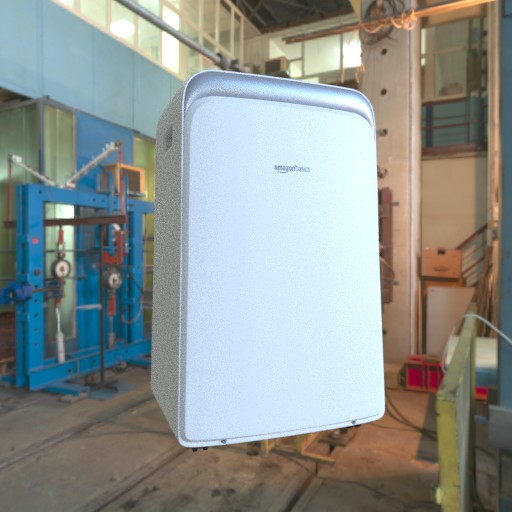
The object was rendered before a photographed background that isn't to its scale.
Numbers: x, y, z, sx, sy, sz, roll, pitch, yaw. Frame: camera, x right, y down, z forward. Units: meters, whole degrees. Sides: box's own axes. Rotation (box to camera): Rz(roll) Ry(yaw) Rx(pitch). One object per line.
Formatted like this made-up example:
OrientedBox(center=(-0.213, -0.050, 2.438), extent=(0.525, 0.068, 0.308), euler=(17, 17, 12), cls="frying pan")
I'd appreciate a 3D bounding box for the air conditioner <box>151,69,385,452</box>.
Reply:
OrientedBox(center=(0.000, 0.000, 1.077), extent=(0.478, 0.765, 0.467), euler=(0, 1, -19), cls="air conditioner")
